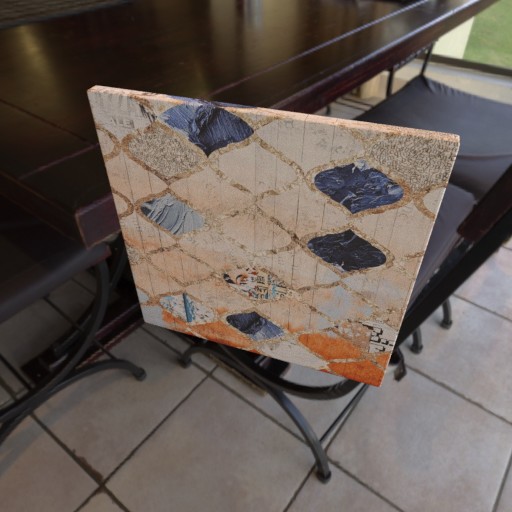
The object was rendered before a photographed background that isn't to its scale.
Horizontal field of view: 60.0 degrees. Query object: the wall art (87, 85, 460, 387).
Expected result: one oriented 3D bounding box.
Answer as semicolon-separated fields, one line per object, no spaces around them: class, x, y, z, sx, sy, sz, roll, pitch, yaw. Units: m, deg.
wall art;0.000;0.000;1.344;0.912;0.914;0.039;13;43;14
